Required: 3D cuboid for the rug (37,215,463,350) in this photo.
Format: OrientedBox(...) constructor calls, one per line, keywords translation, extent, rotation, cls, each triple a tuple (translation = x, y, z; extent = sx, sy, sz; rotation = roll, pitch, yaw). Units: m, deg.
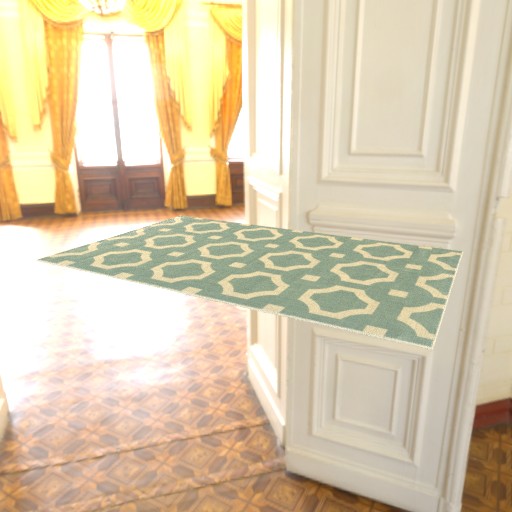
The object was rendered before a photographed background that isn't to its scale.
OrientedBox(translation=(0.000, 0.000, 2.983), extent=(2.443, 0.015, 1.528), rotation=(9, 20, 27), cls="rug")
